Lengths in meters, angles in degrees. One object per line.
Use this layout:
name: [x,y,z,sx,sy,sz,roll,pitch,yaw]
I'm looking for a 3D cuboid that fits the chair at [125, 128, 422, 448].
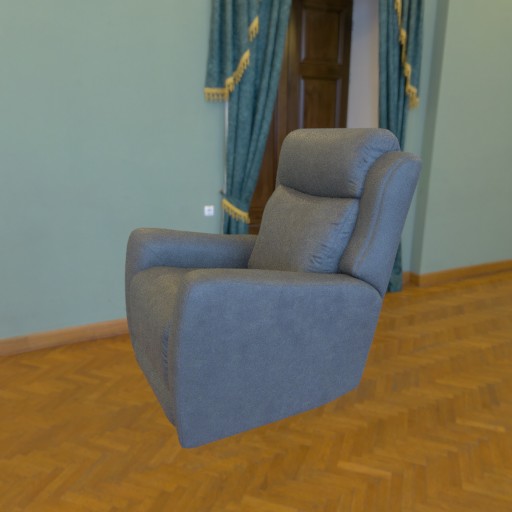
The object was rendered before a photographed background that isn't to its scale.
chair: [0.000,0.000,2.010,1.068,1.116,0.967,-8,17,-25]
